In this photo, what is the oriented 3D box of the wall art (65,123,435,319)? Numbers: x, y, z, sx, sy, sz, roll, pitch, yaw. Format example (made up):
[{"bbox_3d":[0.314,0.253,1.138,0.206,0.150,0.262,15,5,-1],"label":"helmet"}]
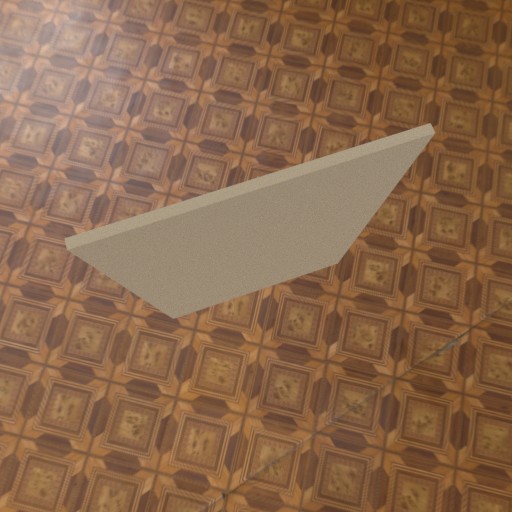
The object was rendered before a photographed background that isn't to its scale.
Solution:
[{"bbox_3d":[0.000,0.000,0.601,0.325,0.474,0.010,-18,76,-5],"label":"wall art"}]
